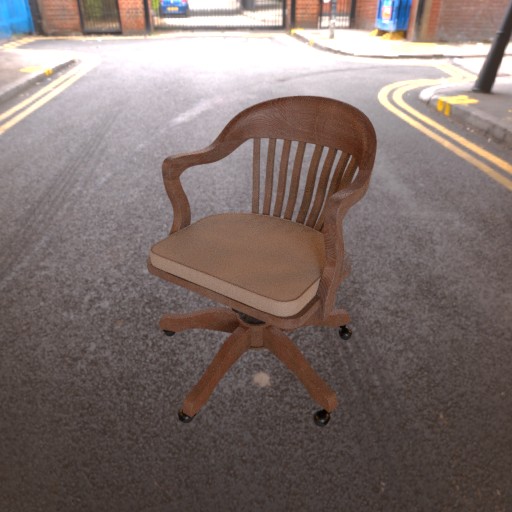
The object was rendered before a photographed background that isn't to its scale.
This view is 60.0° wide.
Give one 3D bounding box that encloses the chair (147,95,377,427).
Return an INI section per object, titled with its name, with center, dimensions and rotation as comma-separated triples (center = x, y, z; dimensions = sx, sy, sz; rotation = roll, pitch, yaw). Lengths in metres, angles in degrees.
[chair]
center = 0.000, 0.000, 1.452
dimensions = 0.750, 0.878, 0.788
rotation = 19, 36, 28
